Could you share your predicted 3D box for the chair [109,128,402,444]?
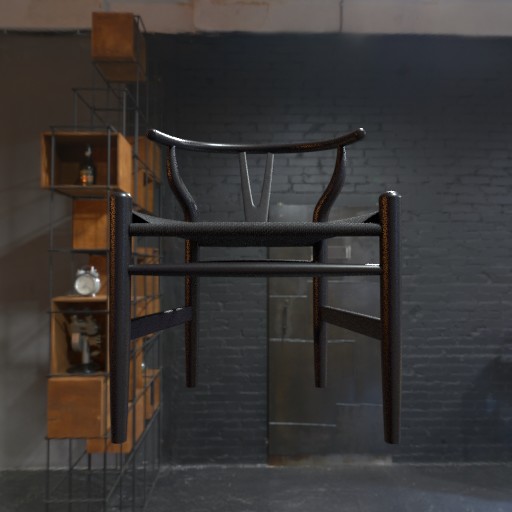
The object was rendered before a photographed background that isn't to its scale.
[{"bbox_3d":[0.000,0.000,1.131,0.569,0.730,0.579,0,-2,0],"label":"chair"}]
